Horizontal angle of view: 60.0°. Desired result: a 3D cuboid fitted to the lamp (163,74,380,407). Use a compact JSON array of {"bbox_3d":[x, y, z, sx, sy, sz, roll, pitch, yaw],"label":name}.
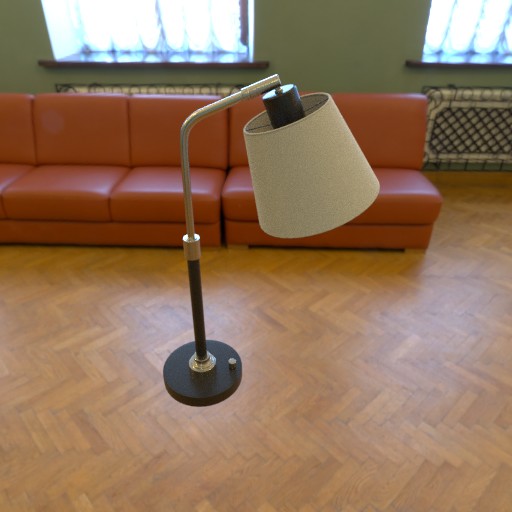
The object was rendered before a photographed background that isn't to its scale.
[{"bbox_3d":[0.000,0.000,0.700,0.348,0.539,0.181,0,32,1],"label":"lamp"}]
